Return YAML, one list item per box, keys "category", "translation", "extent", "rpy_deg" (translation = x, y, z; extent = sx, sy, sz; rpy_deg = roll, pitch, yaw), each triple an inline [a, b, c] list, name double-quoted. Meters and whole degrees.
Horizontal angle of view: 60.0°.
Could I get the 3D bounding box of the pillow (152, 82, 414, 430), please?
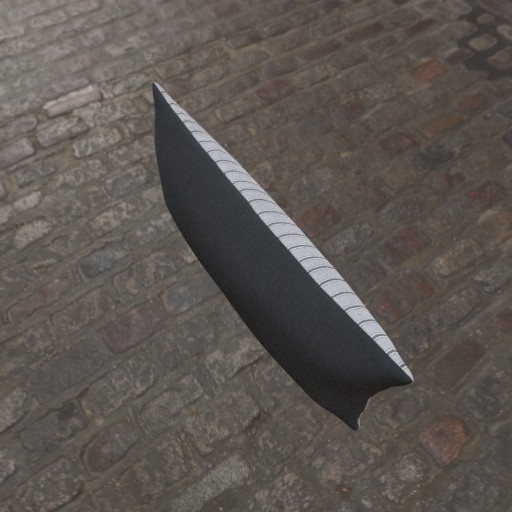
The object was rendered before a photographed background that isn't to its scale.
- category: "pillow"
  translation: [0.000, 0.000, 0.745]
  extent: [0.151, 0.305, 0.609]
  rpy_deg: [-31, 64, -17]
